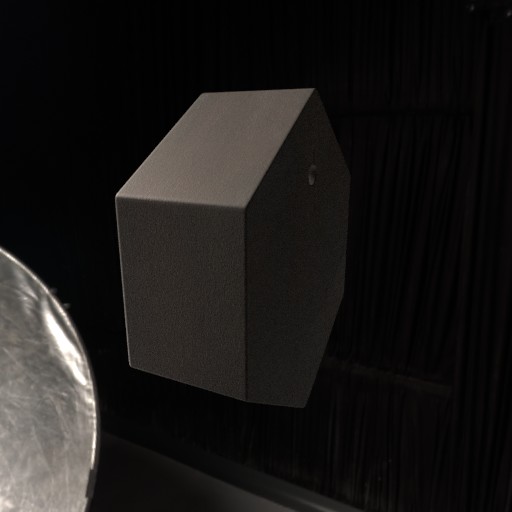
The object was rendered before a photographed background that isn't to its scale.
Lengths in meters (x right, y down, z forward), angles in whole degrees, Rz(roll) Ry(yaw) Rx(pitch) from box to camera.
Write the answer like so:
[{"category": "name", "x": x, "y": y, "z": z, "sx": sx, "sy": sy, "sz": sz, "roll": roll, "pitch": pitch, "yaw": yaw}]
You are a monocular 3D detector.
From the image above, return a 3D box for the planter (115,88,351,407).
[{"category": "planter", "x": 0.000, "y": 0.000, "z": 0.295, "sx": 0.077, "sy": 0.206, "sz": 0.169, "roll": 8, "pitch": 17, "yaw": 26}]
